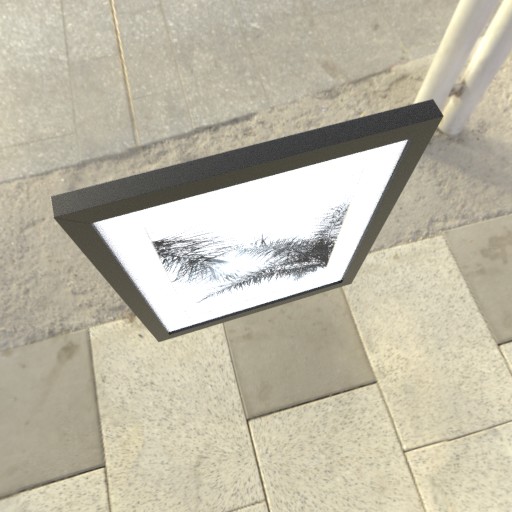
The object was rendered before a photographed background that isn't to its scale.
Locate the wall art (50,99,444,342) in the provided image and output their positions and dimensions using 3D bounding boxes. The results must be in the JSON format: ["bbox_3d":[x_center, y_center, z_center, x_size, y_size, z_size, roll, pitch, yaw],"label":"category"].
[{"bbox_3d":[0.000,0.000,0.755,0.457,0.557,0.028,-16,67,-7],"label":"wall art"}]
